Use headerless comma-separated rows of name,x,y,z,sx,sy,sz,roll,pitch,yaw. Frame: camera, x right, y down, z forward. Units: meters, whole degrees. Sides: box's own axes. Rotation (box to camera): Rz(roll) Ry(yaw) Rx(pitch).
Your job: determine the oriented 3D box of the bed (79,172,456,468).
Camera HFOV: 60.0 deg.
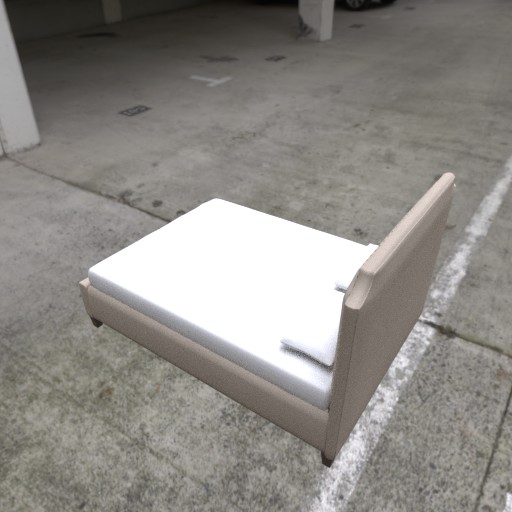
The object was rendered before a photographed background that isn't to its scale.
bed,0.000,0.000,3.464,2.372,1.443,1.713,21,38,29
